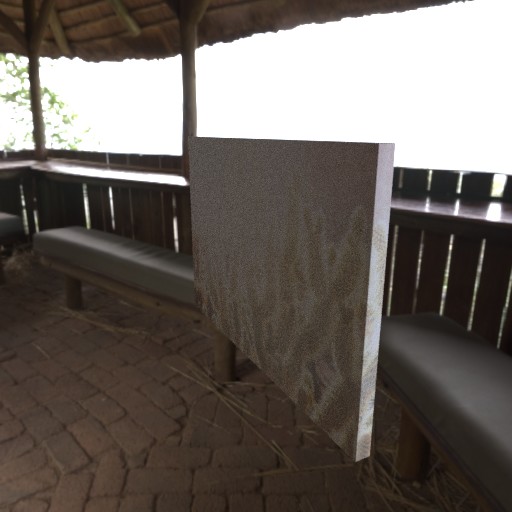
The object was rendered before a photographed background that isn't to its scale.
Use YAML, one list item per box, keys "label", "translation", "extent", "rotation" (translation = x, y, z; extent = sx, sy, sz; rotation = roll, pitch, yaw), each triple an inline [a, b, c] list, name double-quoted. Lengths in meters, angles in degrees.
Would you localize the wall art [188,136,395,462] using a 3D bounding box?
- label: "wall art"
  translation: [0.000, 0.000, 1.187]
  extent: [0.040, 0.608, 0.916]
  rotation: [-8, 18, -26]
